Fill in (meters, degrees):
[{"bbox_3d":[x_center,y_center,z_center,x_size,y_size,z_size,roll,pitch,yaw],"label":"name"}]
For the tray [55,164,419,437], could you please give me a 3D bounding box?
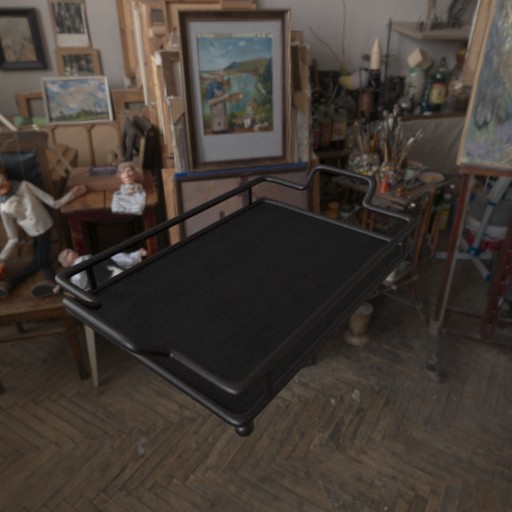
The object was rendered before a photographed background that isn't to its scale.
[{"bbox_3d":[0.000,0.000,0.602,0.297,0.101,0.495,22,38,32],"label":"tray"}]
